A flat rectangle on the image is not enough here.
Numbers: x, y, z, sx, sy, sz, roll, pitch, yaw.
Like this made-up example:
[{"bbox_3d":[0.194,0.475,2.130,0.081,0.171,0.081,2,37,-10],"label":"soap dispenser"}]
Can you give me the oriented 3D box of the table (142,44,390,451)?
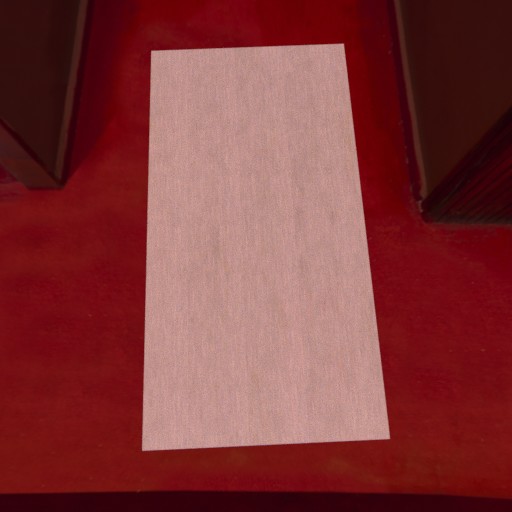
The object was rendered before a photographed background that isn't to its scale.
[{"bbox_3d":[0.000,0.000,1.910,0.729,0.874,1.397,-2,74,-1],"label":"table"}]
